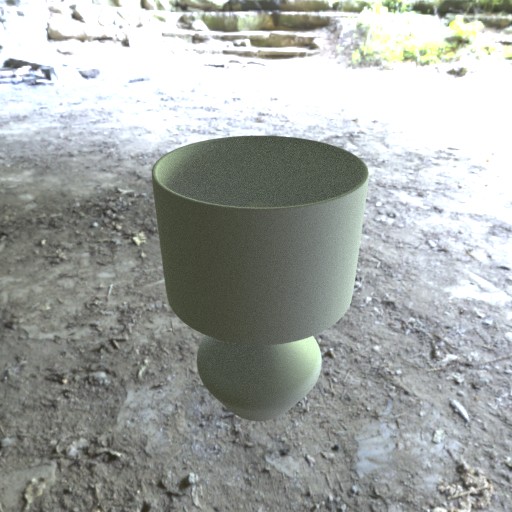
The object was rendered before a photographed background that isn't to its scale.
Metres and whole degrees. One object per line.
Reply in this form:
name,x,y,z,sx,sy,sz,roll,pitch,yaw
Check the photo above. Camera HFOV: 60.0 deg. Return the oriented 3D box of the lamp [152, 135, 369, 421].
lamp,0.000,0.000,0.860,0.401,0.457,0.546,10,32,16
